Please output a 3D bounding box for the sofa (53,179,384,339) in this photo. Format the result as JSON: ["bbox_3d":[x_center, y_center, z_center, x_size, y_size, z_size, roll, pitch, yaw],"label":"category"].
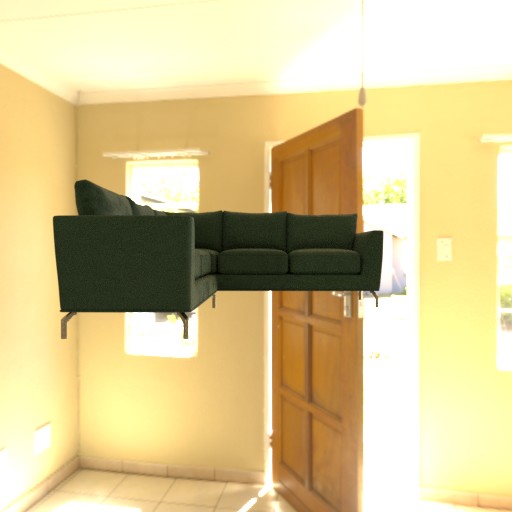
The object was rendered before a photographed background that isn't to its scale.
[{"bbox_3d":[0.000,0.000,3.883,2.452,1.004,2.468,0,0,1],"label":"sofa"}]
